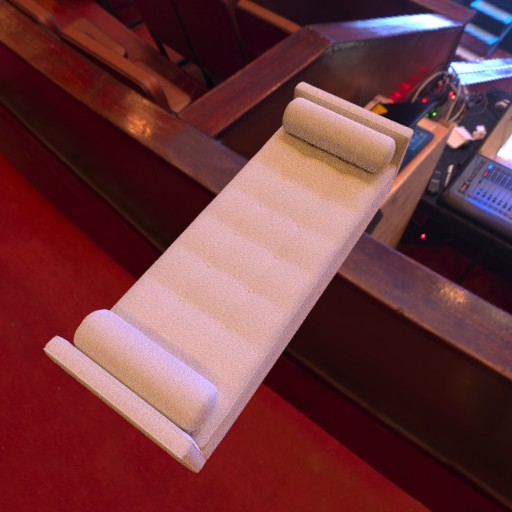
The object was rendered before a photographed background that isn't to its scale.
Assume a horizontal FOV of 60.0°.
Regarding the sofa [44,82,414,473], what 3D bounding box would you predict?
[{"bbox_3d":[0.000,0.000,2.331,0.746,0.641,1.985,31,64,17],"label":"sofa"}]
